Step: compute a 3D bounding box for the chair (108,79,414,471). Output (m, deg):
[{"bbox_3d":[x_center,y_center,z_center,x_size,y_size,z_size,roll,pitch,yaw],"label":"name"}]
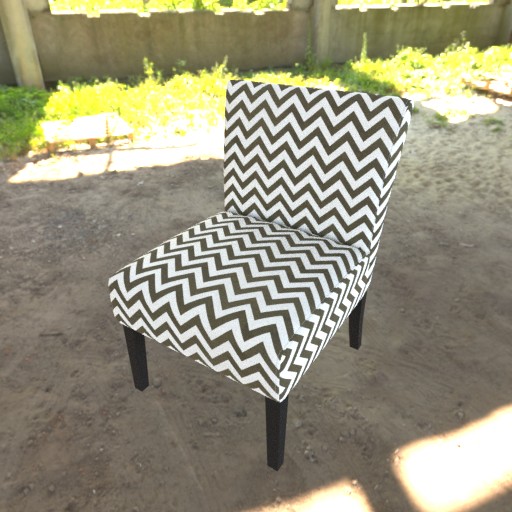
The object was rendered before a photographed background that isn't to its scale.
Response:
[{"bbox_3d":[0.000,0.000,1.277,0.589,0.838,0.648,18,35,28],"label":"chair"}]
